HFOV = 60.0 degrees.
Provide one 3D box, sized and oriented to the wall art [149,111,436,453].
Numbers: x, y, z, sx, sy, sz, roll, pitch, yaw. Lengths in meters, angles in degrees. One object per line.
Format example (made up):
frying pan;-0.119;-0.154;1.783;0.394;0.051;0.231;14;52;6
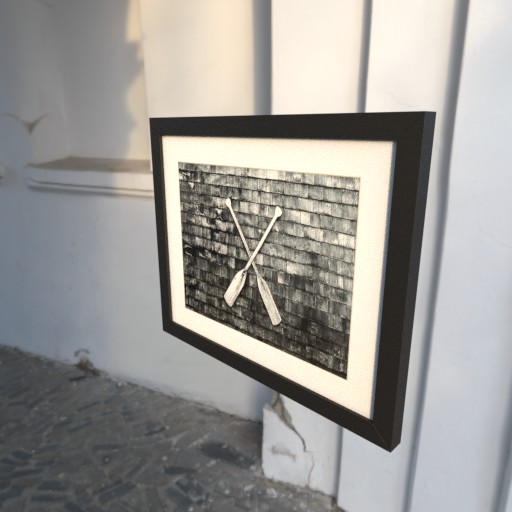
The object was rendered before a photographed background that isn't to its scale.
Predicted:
wall art;0.000;0.000;0.756;0.558;0.457;0.029;15;22;42
